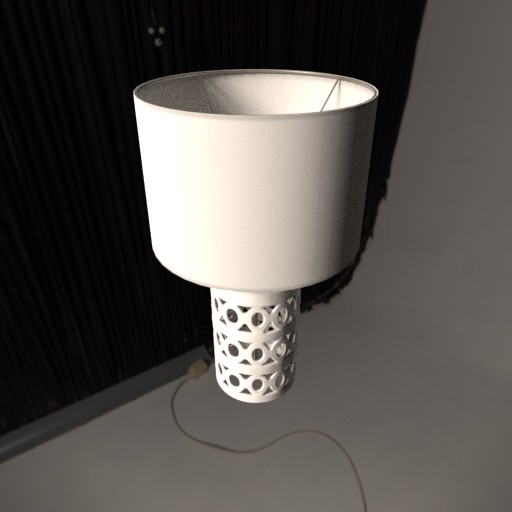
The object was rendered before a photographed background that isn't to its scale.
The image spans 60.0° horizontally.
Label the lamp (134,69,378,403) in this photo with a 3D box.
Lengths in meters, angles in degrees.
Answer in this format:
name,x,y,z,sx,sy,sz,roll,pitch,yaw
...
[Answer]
name,x,y,z,sx,sy,sz,roll,pitch,yaw
lamp,0.000,0.000,0.696,0.310,0.502,0.310,0,31,0
